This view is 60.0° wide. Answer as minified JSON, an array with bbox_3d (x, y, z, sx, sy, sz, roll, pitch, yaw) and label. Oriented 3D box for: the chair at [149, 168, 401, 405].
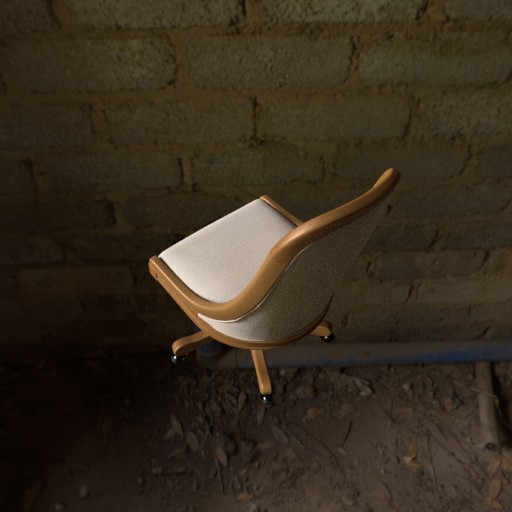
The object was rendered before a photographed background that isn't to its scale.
[{"bbox_3d":[0.000,0.000,1.572,0.702,1.009,0.811,-32,54,-27],"label":"chair"}]
